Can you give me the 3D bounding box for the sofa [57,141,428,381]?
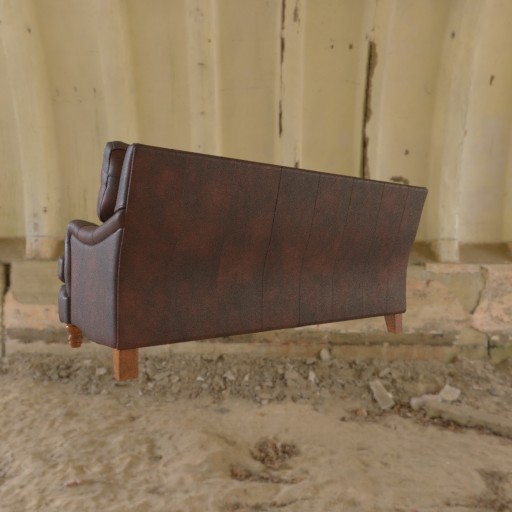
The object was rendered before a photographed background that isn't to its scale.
[{"bbox_3d":[0.000,0.000,2.803,2.144,1.071,1.147,0,0,-36],"label":"sofa"}]
